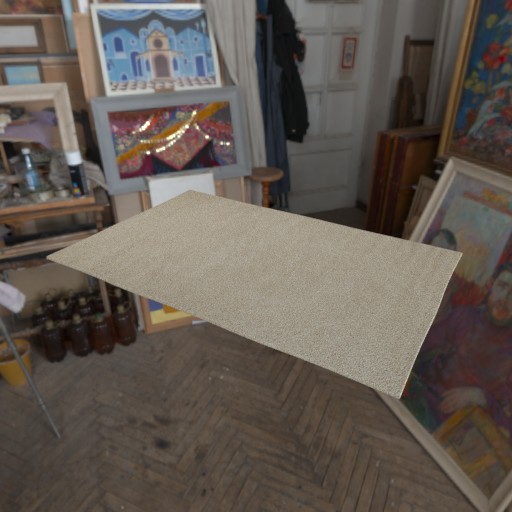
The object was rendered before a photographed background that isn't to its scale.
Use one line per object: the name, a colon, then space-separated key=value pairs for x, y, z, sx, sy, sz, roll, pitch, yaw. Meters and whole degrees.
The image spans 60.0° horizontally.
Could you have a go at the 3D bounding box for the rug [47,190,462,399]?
rug: x=0.000 y=0.000 z=2.970 sx=2.346 sy=0.025 sz=1.500 roll=16 pitch=33 yaw=27
